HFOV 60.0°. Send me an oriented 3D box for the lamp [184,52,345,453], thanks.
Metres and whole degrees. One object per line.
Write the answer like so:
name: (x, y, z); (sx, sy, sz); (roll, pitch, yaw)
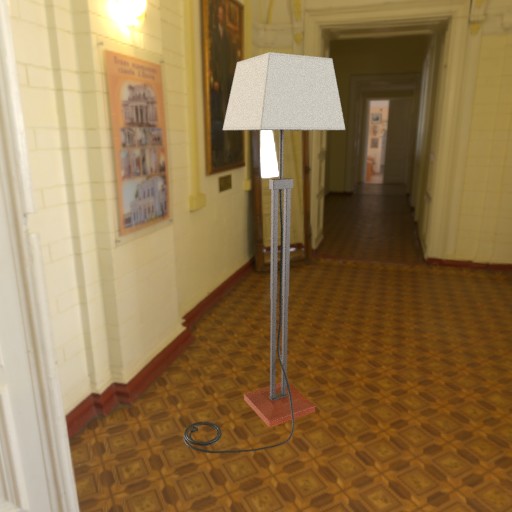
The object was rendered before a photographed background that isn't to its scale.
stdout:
lamp: (0.000, 0.000, 2.000); (0.745, 1.712, 0.472); (-8, 17, -27)
